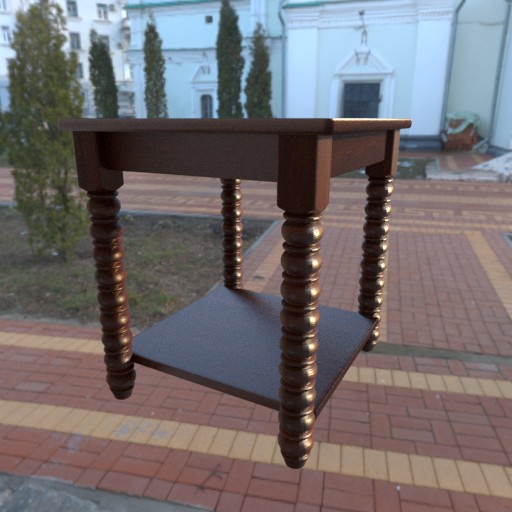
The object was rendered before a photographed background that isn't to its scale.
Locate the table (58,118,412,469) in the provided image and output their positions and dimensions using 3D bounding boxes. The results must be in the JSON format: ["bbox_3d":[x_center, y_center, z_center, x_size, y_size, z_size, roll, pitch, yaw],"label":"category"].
[{"bbox_3d":[0.000,0.000,0.957,0.500,0.567,0.533,9,19,27],"label":"table"}]
